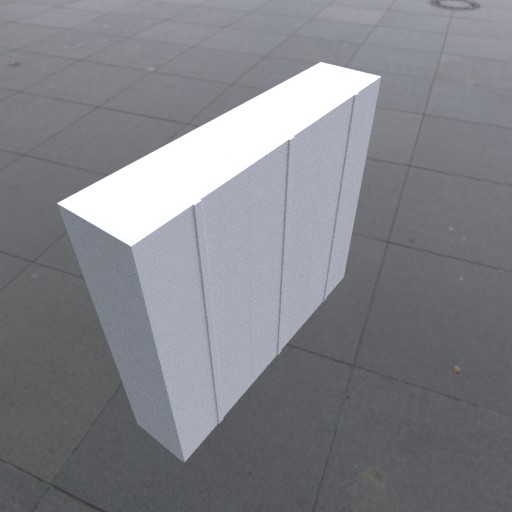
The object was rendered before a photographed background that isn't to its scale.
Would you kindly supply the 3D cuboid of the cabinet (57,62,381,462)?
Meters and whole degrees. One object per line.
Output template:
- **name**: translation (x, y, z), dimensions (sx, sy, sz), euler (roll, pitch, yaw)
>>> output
- **cabinet**: translation (0.000, 0.000, 3.794), dimensions (0.590, 2.370, 2.700), euler (27, 48, 27)
